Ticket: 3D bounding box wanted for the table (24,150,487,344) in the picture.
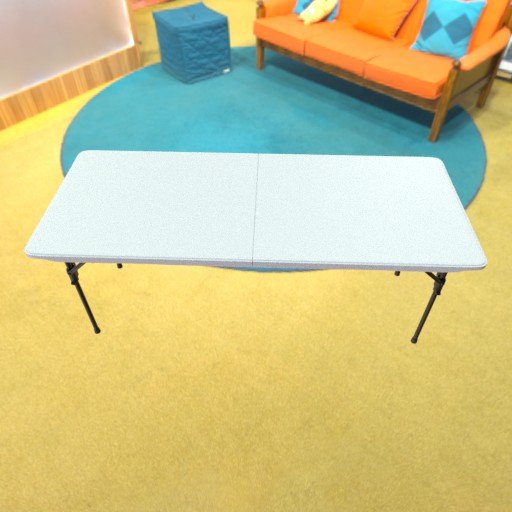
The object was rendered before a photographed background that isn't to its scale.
[{"bbox_3d":[0.000,0.000,2.238,1.829,0.719,0.761,1,46,1],"label":"table"}]
